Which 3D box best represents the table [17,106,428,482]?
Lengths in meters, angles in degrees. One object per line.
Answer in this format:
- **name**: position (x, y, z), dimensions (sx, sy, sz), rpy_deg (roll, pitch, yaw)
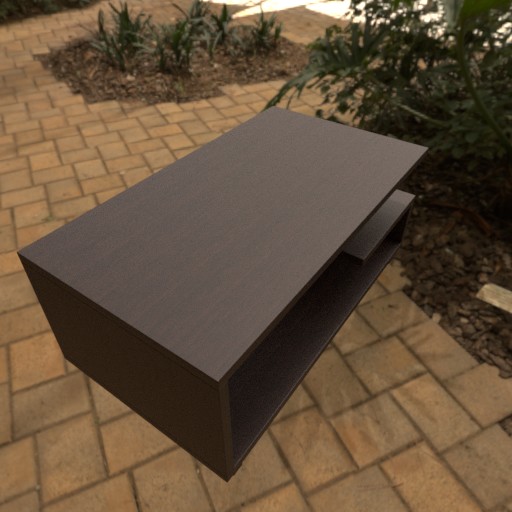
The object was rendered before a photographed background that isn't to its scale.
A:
- **table**: position (0.000, 0.000, 1.351), dimensions (0.590, 0.460, 1.050), rpy_deg (25, 46, 26)
